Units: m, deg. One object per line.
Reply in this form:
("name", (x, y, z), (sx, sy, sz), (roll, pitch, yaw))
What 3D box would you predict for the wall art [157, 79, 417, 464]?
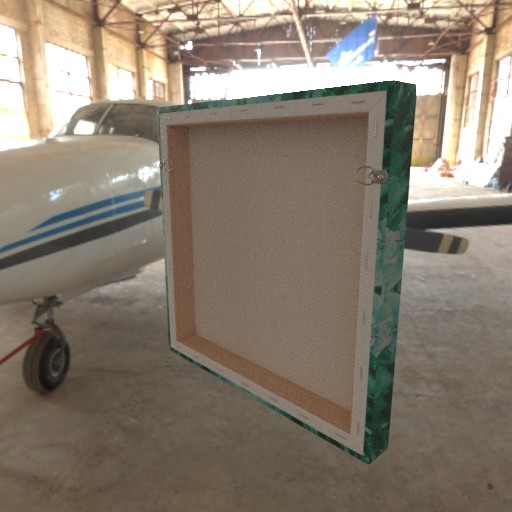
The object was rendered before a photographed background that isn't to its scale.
("wall art", (0.000, 0.000, 0.464), (0.033, 0.313, 0.313), (-13, 19, -42))
